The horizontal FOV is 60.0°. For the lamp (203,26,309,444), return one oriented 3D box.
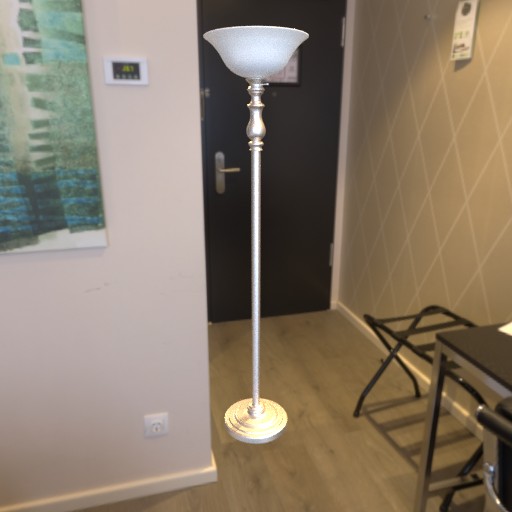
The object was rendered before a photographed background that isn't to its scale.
[{"bbox_3d":[0.000,0.000,1.971,0.405,1.771,0.405,16,23,42],"label":"lamp"}]
